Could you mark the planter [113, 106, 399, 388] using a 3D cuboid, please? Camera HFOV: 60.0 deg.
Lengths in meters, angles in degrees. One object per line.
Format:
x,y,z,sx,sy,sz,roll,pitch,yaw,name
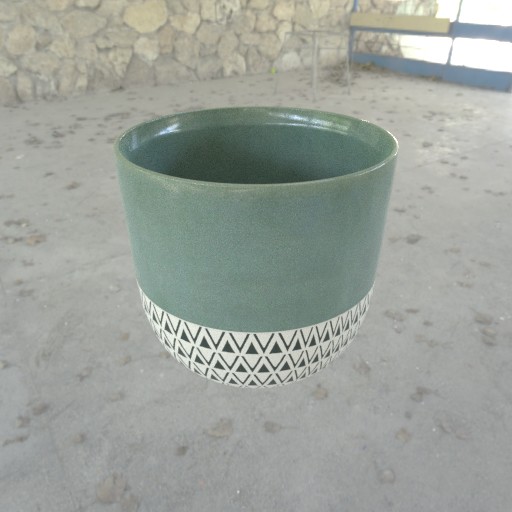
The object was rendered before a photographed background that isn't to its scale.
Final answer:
0.000,0.000,0.495,0.266,0.270,0.266,0,30,0,planter
